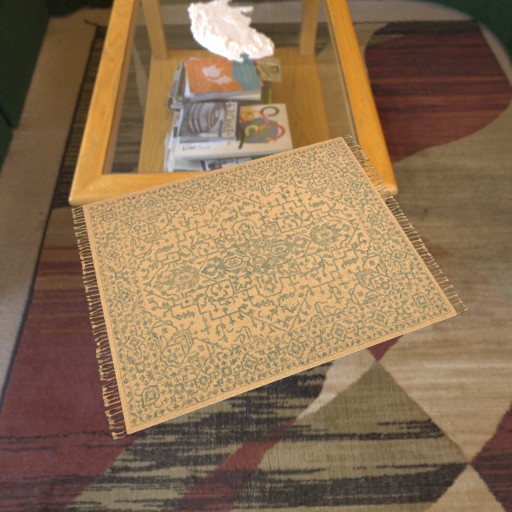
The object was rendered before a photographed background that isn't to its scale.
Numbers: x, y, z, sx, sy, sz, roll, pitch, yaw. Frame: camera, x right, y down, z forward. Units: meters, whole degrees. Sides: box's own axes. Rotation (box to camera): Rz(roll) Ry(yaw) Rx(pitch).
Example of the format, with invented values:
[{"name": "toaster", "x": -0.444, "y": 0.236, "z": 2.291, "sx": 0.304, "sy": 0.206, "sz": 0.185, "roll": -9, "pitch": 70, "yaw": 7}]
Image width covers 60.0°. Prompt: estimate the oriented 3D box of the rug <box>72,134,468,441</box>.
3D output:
[{"name": "rug", "x": 0.000, "y": 0.000, "z": 4.390, "sx": 3.327, "sy": 0.010, "sz": 2.464, "roll": -17, "pitch": 60, "yaw": -10}]
